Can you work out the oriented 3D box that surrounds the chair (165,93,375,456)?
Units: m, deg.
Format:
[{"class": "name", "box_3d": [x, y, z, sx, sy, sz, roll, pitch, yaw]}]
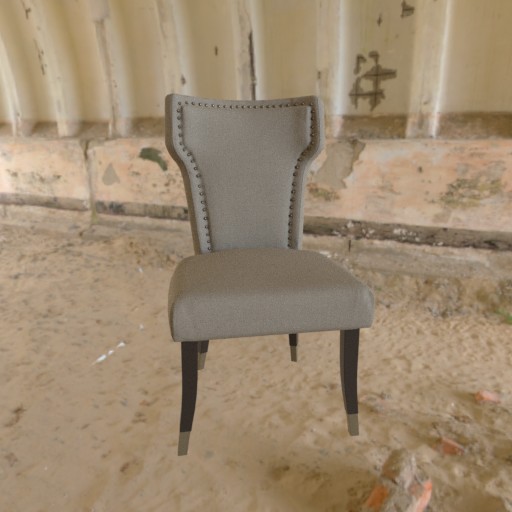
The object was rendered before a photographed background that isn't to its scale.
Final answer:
[{"class": "chair", "box_3d": [0.000, 0.000, 1.355, 0.526, 0.955, 0.630, -3, 16, -9]}]
